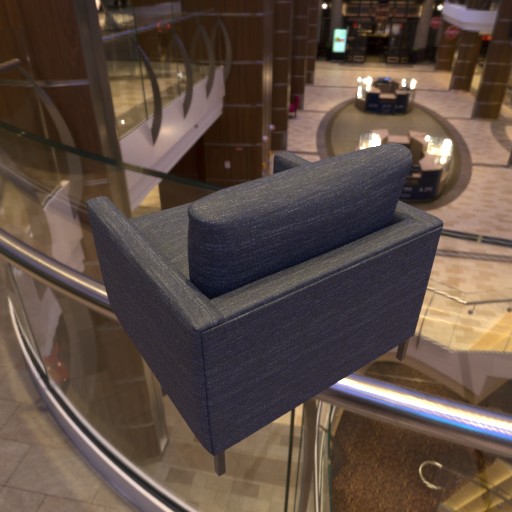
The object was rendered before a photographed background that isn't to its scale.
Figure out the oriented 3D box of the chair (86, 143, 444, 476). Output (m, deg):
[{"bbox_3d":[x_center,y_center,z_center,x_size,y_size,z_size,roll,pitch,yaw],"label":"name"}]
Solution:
[{"bbox_3d":[0.000,0.000,1.636,0.963,0.861,0.866,-20,38,-29],"label":"chair"}]
